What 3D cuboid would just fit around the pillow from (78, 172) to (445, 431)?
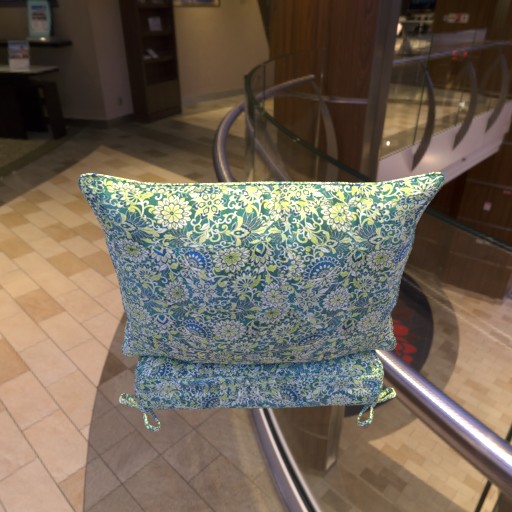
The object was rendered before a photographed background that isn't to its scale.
[{"bbox_3d":[0.000,0.000,1.336,0.798,0.722,0.740,-1,30,-1],"label":"pillow"}]
